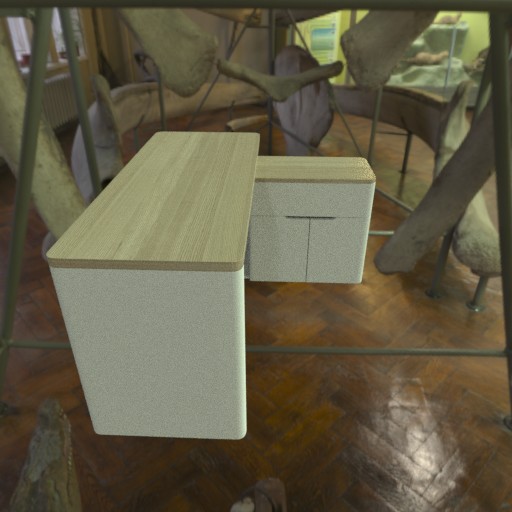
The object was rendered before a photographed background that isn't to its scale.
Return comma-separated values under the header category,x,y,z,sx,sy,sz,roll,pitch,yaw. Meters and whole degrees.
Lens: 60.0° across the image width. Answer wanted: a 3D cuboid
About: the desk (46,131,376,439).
category,x,y,z,sx,sy,sz,roll,pitch,yaw
desk,0.000,0.000,2.051,1.175,0.770,1.400,1,30,2
